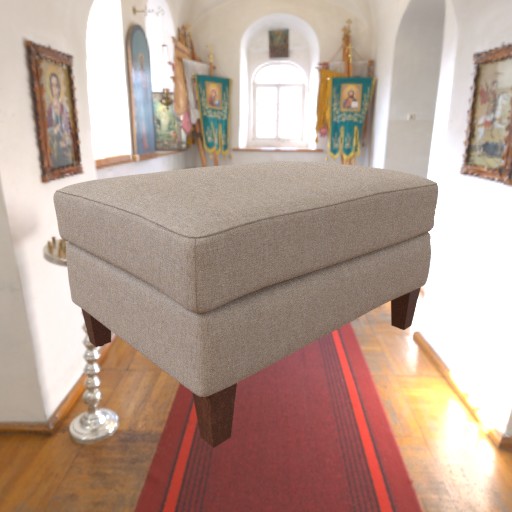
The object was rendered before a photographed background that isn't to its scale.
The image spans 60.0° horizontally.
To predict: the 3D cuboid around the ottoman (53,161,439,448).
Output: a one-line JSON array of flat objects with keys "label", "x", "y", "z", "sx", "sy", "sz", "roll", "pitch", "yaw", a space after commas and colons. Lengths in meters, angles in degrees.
[{"label": "ottoman", "x": 0.000, "y": 0.000, "z": 1.290, "sx": 0.898, "sy": 0.519, "sz": 0.677, "roll": -16, "pitch": 24, "yaw": -40}]
